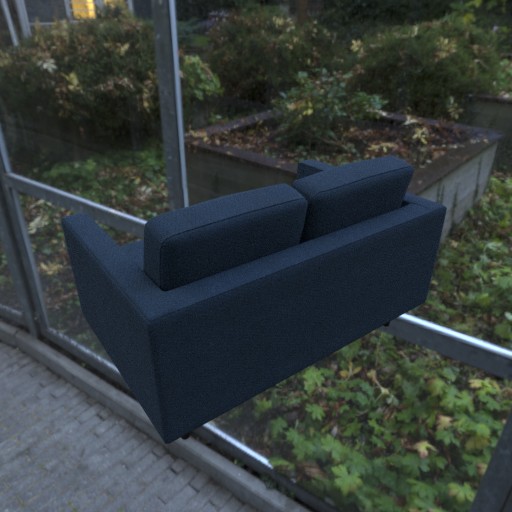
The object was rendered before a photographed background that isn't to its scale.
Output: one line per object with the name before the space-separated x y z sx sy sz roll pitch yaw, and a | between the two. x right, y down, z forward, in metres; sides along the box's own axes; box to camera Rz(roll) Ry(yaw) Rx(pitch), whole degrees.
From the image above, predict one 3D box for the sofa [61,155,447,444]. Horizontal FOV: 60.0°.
sofa | 0.000 0.000 2.171 1.518 0.930 0.999 -19 35 -31
